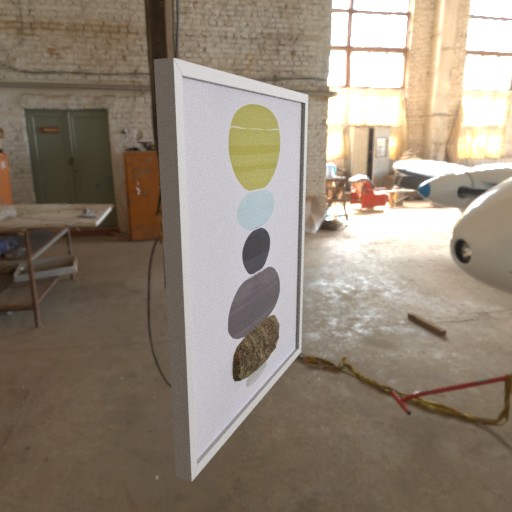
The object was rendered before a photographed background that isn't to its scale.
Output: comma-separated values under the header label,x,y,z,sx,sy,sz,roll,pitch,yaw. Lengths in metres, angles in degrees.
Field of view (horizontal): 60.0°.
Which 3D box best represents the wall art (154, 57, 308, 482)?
label,x,y,z,sx,sy,sz,roll,pitch,yaw
wall art,0.000,0.000,1.036,0.055,0.763,0.611,7,16,25
